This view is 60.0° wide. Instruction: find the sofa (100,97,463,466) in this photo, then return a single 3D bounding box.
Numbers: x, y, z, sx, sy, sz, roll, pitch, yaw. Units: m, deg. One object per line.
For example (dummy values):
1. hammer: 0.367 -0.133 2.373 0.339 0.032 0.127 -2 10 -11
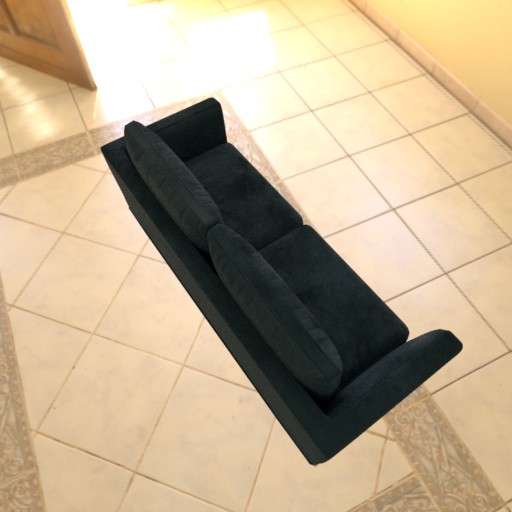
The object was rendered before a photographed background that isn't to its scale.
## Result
1. sofa: 0.000 0.000 2.629 0.853 0.998 2.212 -31 63 -18
